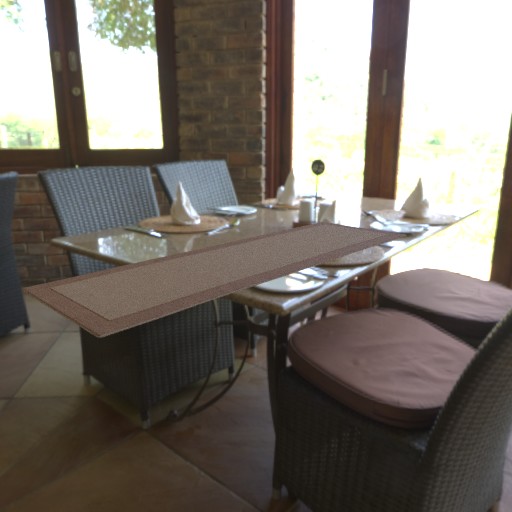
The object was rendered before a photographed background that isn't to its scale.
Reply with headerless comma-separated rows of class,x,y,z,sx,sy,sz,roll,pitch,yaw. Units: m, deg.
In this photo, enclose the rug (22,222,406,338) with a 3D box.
rug,0.000,0.000,2.694,0.767,0.012,2.430,14,20,42
